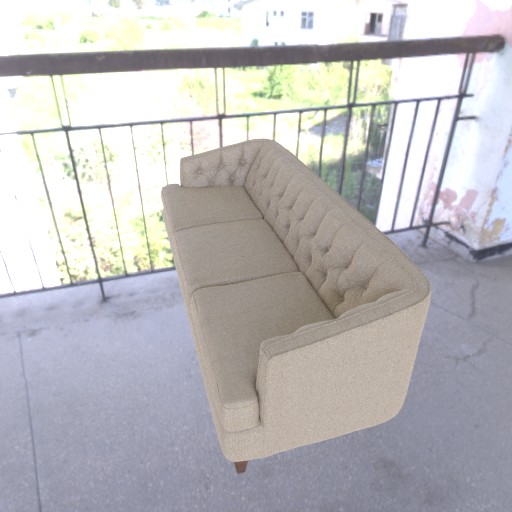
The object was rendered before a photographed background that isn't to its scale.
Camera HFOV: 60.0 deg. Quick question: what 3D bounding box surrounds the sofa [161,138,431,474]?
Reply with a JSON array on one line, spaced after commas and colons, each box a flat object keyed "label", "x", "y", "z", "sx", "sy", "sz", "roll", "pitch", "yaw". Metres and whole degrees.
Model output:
[{"label": "sofa", "x": 0.000, "y": 0.000, "z": 2.631, "sx": 0.913, "sy": 0.788, "sz": 2.235, "roll": -8, "pitch": 32, "yaw": -14}]
